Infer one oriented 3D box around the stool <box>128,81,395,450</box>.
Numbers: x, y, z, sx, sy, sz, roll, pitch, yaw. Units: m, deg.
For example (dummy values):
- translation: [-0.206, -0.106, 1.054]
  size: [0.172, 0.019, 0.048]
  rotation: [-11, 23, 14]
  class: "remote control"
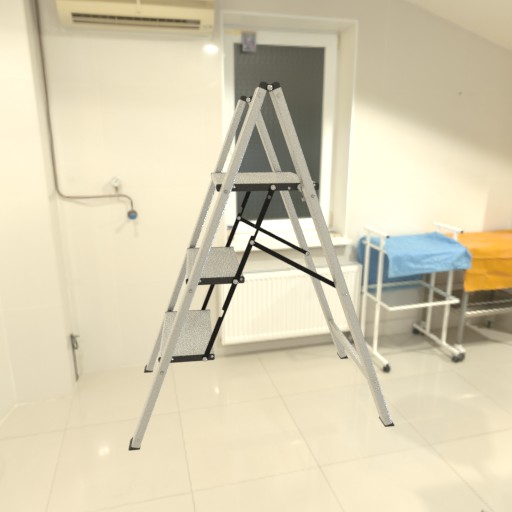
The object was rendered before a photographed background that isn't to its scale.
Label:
- translation: [0.000, 0.000, 1.285]
  size: [0.730, 0.902, 0.441]
  rotation: [-2, 16, -8]
  class: "stool"
